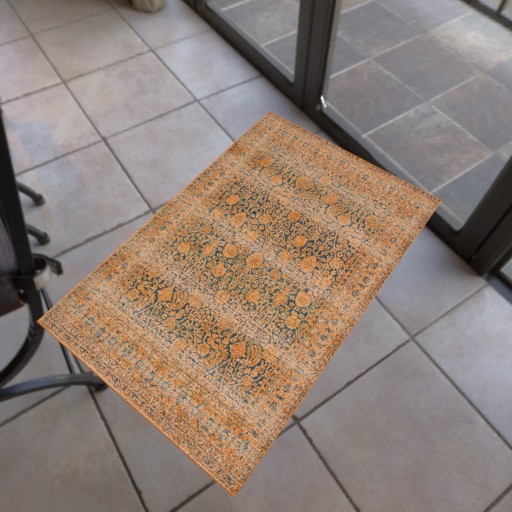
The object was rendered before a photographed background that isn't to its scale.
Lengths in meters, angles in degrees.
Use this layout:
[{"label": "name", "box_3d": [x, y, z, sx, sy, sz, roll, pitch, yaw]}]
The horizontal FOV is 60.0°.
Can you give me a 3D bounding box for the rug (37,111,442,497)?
[{"label": "rug", "box_3d": [0.000, 0.000, 2.900, 1.525, 0.007, 2.336, 33, 64, 19]}]
